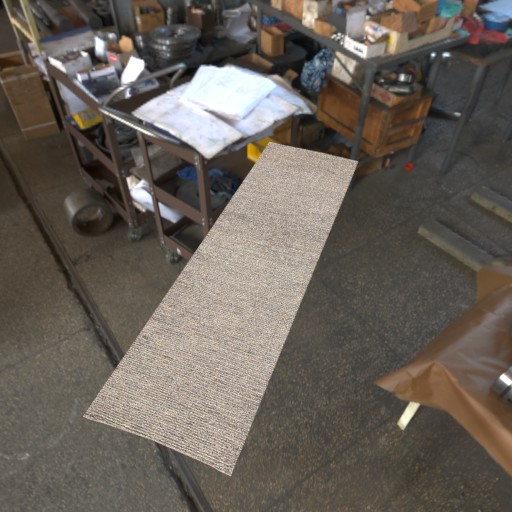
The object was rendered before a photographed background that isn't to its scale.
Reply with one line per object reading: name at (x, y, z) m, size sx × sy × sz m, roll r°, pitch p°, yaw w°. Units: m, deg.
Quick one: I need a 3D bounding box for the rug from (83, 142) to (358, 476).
rug at (0.000, 0.000, 2.584) m, size 0.697 × 0.013 × 2.335 m, roll 16°, pitch 49°, yaw 15°
